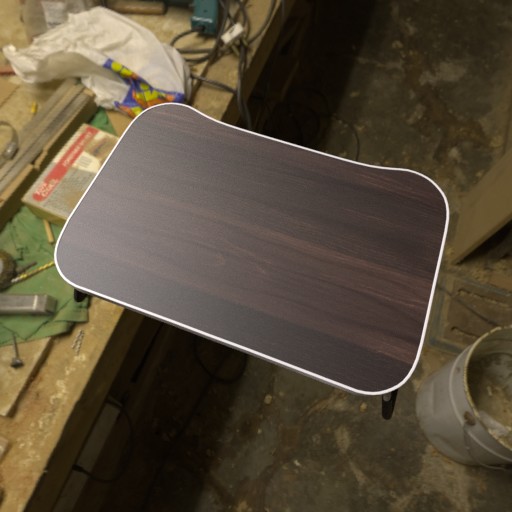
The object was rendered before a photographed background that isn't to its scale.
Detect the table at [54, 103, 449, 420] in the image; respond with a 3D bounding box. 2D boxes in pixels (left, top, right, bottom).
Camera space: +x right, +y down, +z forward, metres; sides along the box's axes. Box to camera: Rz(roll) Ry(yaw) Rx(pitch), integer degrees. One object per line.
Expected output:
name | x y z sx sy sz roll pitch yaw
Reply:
table | 0.000 0.000 0.835 0.660 0.232 0.400 19 66 9
